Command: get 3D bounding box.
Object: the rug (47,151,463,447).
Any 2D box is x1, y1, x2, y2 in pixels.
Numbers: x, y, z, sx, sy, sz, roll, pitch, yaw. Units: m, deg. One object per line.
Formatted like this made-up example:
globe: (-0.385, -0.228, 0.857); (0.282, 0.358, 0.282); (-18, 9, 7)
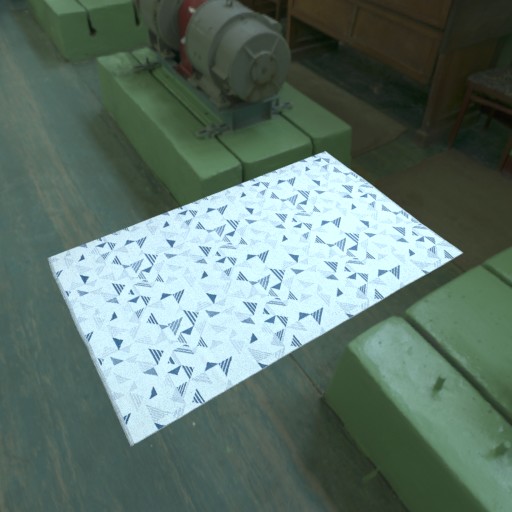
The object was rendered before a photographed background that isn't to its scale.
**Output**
rug: (0.000, 0.000, 3.058); (2.457, 0.009, 1.512); (-25, 51, -22)
